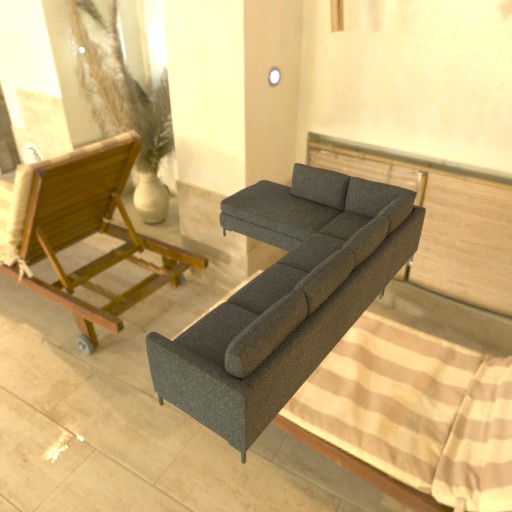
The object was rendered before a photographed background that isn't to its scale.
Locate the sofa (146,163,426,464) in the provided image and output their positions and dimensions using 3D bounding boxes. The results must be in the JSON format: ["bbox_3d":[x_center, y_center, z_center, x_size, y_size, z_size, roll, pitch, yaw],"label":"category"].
[{"bbox_3d":[0.000,0.000,3.938,2.007,0.815,2.949,21,37,31],"label":"sofa"}]
